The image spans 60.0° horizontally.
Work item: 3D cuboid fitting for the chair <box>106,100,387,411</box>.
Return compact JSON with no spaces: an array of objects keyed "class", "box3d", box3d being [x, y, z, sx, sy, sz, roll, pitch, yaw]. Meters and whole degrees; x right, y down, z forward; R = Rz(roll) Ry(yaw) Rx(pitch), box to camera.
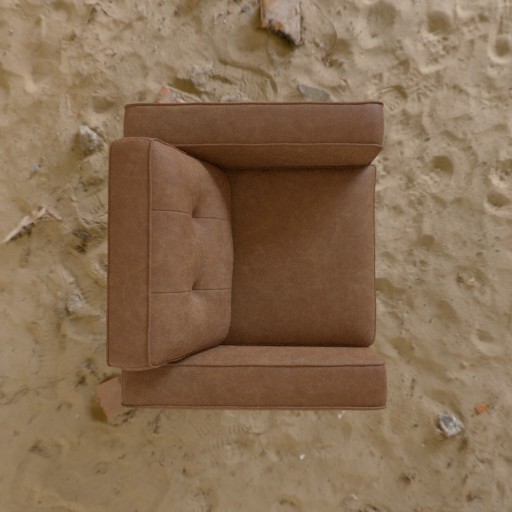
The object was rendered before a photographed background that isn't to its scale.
[{"class":"chair","box3d":[0.000,0.000,1.730,0.952,0.782,1.118,0,88,1]}]
